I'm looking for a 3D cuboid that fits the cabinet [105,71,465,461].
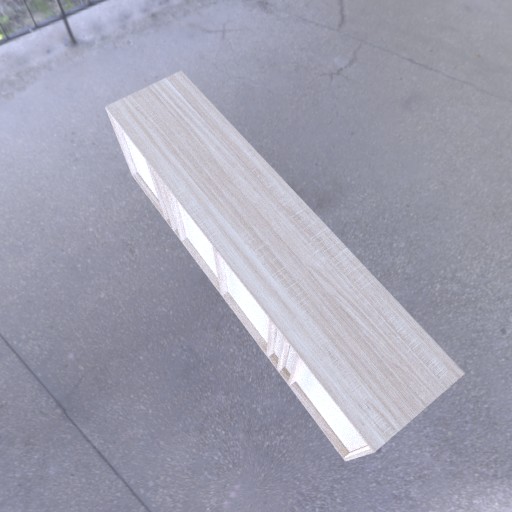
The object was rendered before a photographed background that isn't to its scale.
[{"bbox_3d":[0.000,0.000,2.490,0.500,0.780,2.200,-33,67,-16],"label":"cabinet"}]
